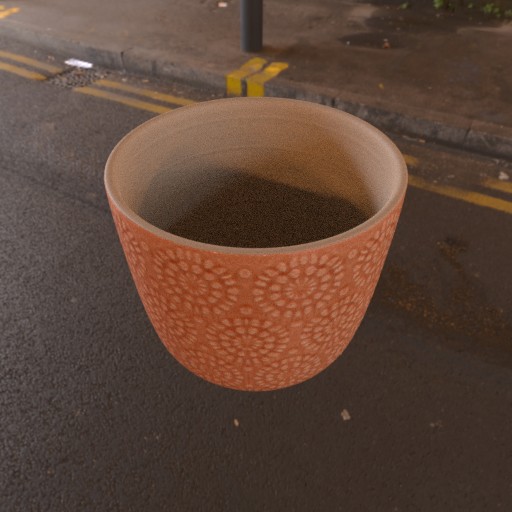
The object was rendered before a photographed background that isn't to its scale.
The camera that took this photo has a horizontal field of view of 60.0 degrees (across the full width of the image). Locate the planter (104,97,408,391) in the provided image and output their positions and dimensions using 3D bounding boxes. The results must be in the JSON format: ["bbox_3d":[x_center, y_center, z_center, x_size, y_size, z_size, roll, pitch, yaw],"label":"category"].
[{"bbox_3d":[0.000,0.000,0.374,0.208,0.190,0.208,0,42,0],"label":"planter"}]
